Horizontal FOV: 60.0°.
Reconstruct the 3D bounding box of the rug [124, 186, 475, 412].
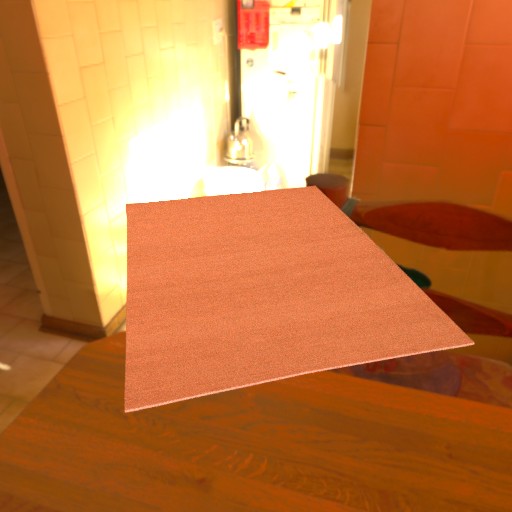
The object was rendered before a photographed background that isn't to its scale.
[{"bbox_3d":[0.000,0.000,4.237,2.434,0.045,3.202,-7,31,-12],"label":"rug"}]
